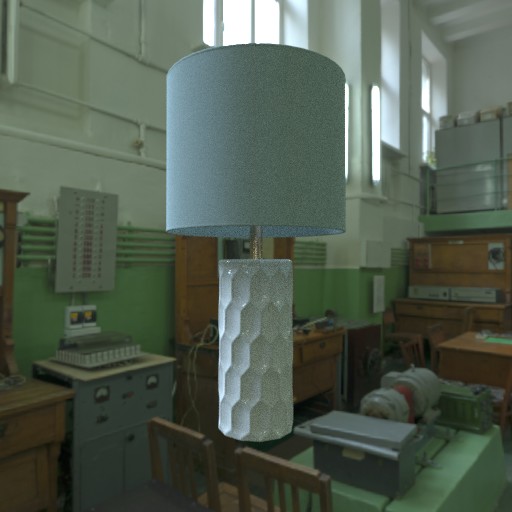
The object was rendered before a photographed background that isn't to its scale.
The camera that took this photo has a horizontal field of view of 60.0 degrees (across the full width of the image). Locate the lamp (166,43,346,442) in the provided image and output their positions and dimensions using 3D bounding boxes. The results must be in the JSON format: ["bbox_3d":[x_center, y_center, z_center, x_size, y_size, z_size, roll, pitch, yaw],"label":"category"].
[{"bbox_3d":[0.000,0.000,0.693,0.277,0.534,0.277,-1,-1,37],"label":"lamp"}]
